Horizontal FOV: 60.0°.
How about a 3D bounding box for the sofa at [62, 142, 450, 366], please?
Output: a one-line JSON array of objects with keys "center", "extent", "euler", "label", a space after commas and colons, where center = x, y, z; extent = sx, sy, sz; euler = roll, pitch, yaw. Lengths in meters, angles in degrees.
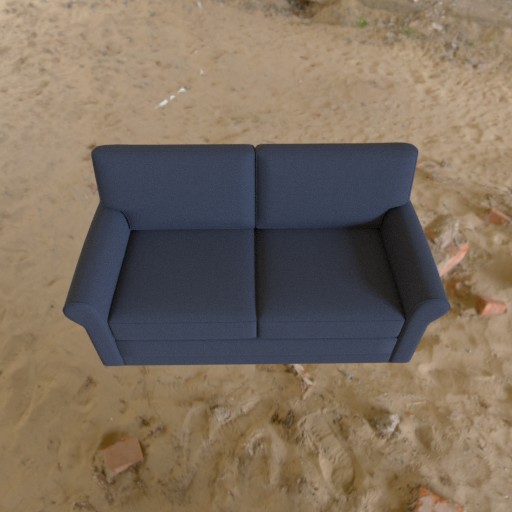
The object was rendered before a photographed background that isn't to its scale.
[{"center": [0.000, 0.000, 2.568], "extent": [1.930, 1.020, 0.940], "euler": [-1, 47, 0], "label": "sofa"}]
